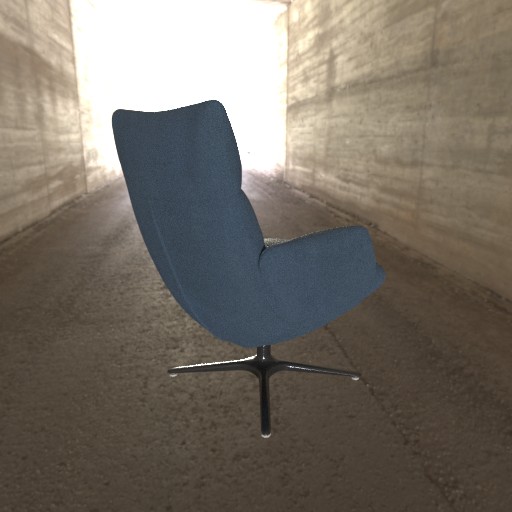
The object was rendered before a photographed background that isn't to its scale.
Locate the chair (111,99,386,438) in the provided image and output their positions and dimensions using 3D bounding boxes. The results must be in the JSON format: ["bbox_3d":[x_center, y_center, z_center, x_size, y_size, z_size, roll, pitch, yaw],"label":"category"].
[{"bbox_3d":[0.000,0.000,1.626,0.889,1.016,0.711,-14,20,-42],"label":"chair"}]
